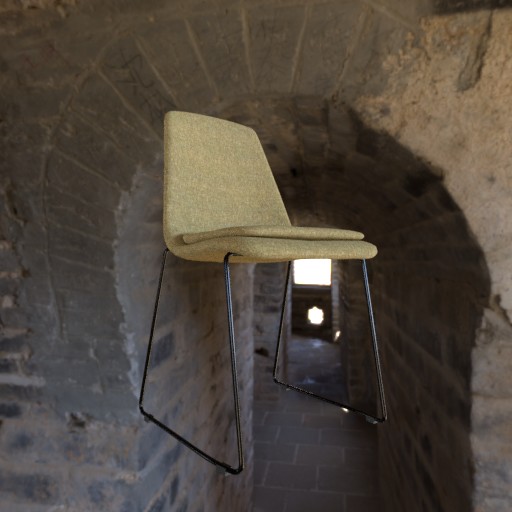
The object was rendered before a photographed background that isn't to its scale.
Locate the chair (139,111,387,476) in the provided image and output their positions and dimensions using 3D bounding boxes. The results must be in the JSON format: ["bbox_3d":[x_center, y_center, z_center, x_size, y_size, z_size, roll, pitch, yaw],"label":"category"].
[{"bbox_3d":[0.000,0.000,1.160,0.479,0.849,0.496,0,0,-37],"label":"chair"}]
